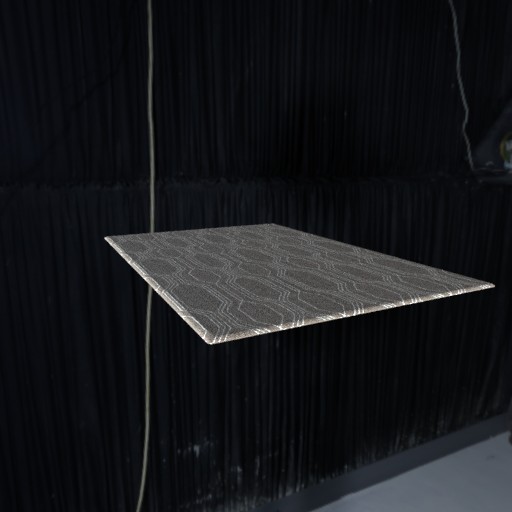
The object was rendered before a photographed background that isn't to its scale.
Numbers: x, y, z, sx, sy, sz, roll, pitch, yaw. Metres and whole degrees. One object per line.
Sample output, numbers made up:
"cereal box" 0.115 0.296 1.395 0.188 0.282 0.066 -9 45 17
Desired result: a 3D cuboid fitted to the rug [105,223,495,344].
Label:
"rug" 0.000 0.000 2.314 1.239 0.012 1.836 -6 14 -26
